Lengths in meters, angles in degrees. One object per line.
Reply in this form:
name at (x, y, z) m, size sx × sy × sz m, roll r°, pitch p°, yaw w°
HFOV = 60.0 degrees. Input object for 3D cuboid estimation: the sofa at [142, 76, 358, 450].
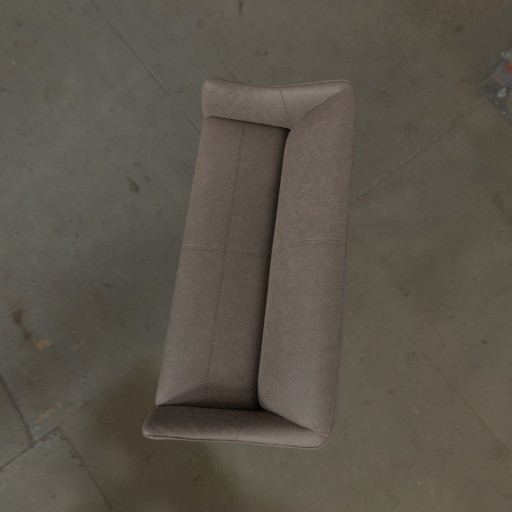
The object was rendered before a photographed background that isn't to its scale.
sofa at (0.000, 0.000, 2.435) m, size 0.869 × 0.831 × 1.928 m, roll 7°, pitch 75°, yaw 2°
